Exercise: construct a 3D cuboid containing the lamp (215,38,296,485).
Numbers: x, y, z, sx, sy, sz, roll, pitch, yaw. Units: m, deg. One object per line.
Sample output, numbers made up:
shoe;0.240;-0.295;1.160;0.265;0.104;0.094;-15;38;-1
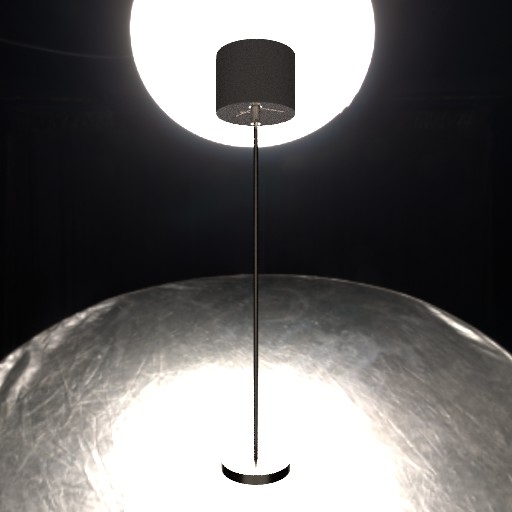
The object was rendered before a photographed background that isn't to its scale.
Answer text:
lamp;0.000;0.000;1.746;0.324;1.600;0.416;0;1;-1
